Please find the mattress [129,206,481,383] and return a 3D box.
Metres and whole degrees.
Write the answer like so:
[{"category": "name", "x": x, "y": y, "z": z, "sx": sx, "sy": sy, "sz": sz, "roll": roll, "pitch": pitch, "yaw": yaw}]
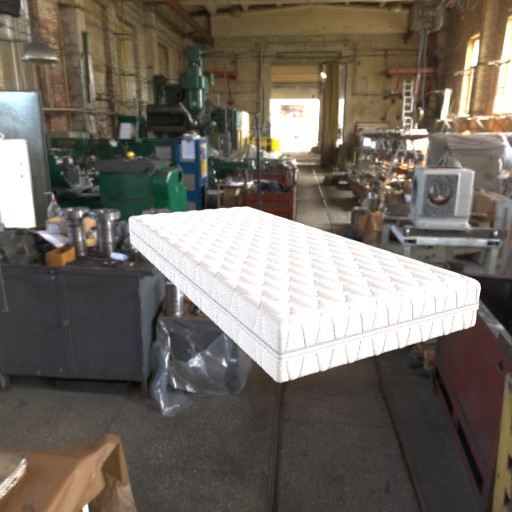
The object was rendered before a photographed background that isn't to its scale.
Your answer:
[{"category": "mattress", "x": 0.000, "y": 0.000, "z": 2.352, "sx": 0.900, "sy": 0.200, "sz": 2.000, "roll": -8, "pitch": 17, "yaw": -27}]
